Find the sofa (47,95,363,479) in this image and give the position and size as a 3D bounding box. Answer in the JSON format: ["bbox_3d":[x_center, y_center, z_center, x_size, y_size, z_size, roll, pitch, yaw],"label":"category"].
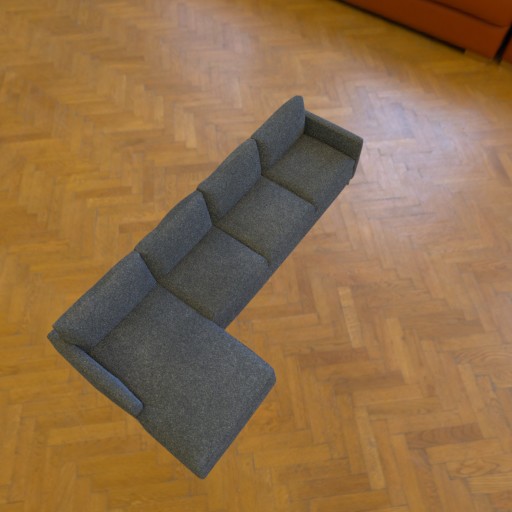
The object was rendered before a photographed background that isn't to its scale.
[{"bbox_3d":[0.000,0.000,3.488,1.350,0.810,2.932,33,64,18],"label":"sofa"}]
